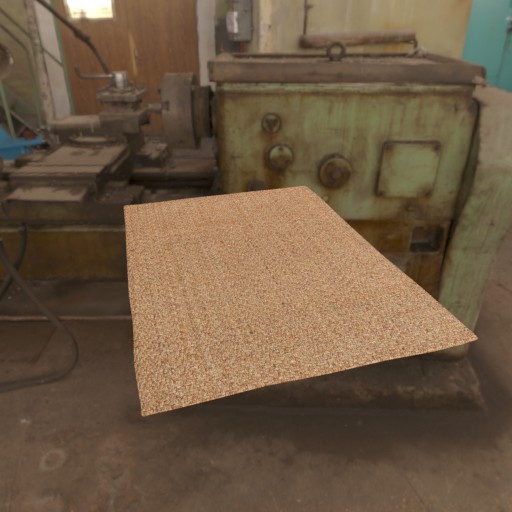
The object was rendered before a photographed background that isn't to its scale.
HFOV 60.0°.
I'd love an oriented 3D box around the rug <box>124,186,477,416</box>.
[{"bbox_3d":[0.000,0.000,2.747,1.566,0.013,2.141,-8,30,-15],"label":"rug"}]
